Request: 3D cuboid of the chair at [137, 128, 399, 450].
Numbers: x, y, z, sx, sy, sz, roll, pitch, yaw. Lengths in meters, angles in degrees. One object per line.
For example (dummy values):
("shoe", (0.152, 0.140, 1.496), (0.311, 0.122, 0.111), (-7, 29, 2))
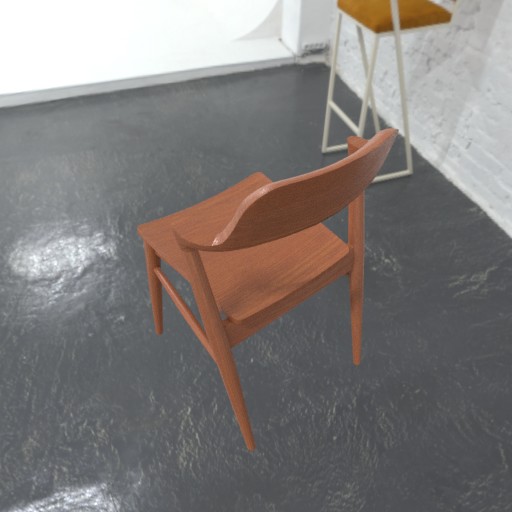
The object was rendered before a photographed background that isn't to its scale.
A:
("chair", (0.000, 0.000, 1.124), (0.496, 0.801, 0.499), (-29, 51, -26))
